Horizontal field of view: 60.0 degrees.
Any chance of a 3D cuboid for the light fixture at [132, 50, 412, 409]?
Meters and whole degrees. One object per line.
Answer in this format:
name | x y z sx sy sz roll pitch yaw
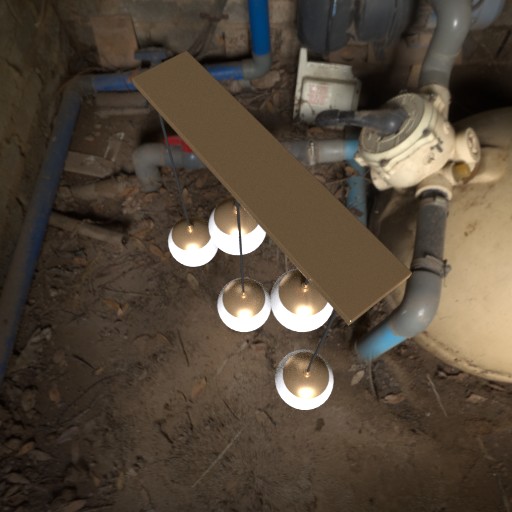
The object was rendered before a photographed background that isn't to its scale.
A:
light fixture | 0.000 0.000 1.329 0.299 0.869 0.863 -35 68 -16
